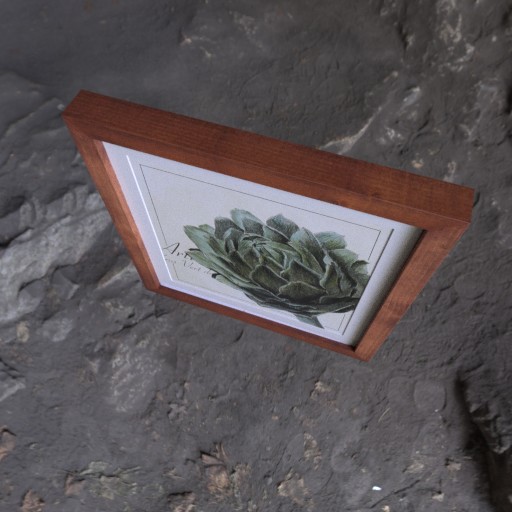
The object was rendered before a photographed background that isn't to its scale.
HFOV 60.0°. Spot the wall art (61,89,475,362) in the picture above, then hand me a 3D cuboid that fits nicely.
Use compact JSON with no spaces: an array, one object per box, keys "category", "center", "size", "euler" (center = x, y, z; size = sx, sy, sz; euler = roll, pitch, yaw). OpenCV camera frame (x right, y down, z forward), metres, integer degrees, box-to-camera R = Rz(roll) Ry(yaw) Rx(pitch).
[{"category":"wall art","center":[0.000,0.000,0.572],"size":[0.386,0.385,0.038],"euler":[17,61,10]}]
